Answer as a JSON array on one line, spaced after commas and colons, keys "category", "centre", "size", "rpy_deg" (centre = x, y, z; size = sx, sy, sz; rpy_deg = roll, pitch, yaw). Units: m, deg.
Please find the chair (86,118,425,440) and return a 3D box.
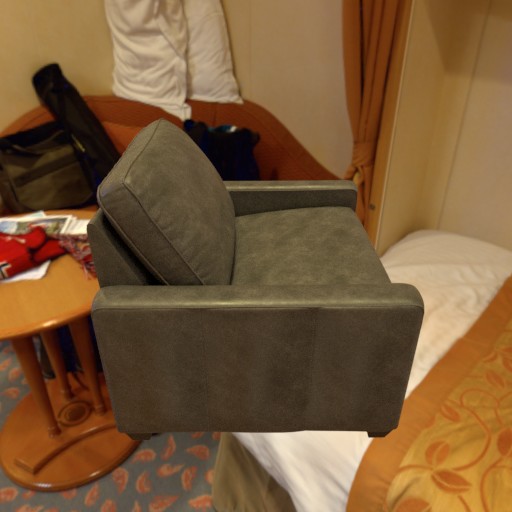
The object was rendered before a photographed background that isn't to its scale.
[{"category": "chair", "centre": [0.000, 0.000, 1.694], "size": [0.939, 0.916, 1.006], "rpy_deg": [0, 30, -1]}]
